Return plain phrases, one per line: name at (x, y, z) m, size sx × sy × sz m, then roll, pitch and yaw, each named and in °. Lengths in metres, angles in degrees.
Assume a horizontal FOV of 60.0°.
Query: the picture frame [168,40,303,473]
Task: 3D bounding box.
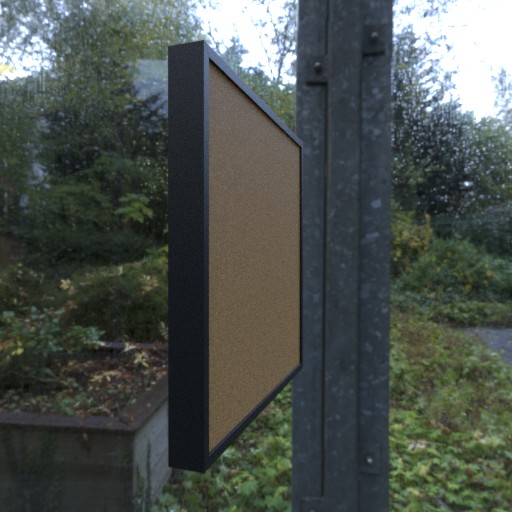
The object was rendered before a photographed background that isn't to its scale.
picture frame at (0.000, 0.000, 0.479) m, size 0.030 × 0.317 × 0.317 m, roll 0°, pitch 0°, yaw 19°
